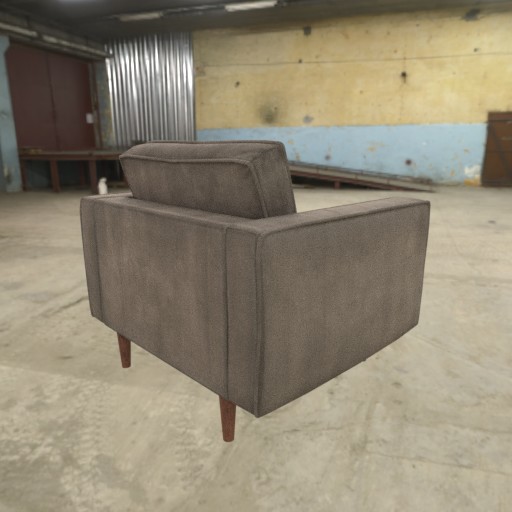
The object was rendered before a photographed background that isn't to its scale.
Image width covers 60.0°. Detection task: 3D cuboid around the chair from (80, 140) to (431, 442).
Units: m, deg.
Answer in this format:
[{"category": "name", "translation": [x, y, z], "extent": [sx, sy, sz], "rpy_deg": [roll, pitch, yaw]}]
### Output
[{"category": "chair", "translation": [0.000, 0.000, 1.530], "extent": [0.843, 0.773, 0.928], "rpy_deg": [-13, 20, -42]}]
